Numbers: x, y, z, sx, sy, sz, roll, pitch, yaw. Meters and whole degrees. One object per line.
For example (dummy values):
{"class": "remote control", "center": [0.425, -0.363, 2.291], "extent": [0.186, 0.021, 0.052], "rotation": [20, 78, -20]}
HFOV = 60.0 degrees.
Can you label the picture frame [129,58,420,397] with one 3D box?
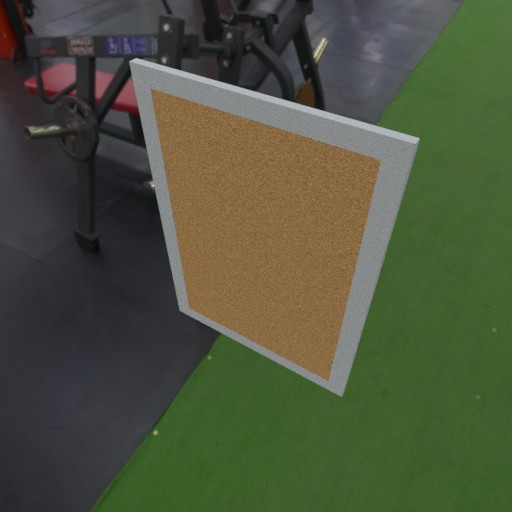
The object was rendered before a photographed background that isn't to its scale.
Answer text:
{"class": "picture frame", "center": [0.000, 0.000, 0.604], "extent": [0.326, 0.459, 0.011], "rotation": [24, 50, 21]}
